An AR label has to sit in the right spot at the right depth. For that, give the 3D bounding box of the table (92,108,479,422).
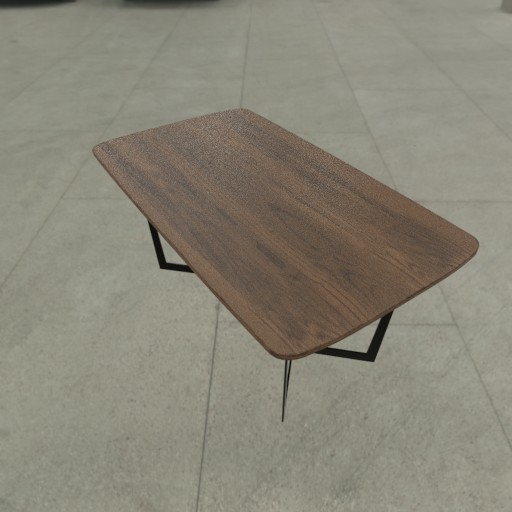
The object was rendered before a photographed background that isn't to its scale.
[{"bbox_3d":[0.000,0.000,2.148,0.949,0.765,1.643,-24,45,-26],"label":"table"}]
